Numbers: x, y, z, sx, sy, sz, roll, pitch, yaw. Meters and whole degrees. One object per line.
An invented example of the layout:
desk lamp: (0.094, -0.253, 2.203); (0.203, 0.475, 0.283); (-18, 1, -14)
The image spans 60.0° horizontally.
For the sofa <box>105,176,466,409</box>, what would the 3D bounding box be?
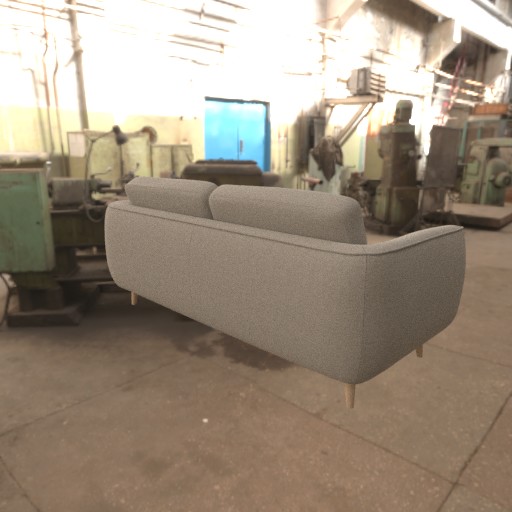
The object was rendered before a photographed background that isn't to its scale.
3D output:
sofa: (0.000, 0.000, 2.487); (2.000, 0.850, 0.920); (14, 20, 43)
